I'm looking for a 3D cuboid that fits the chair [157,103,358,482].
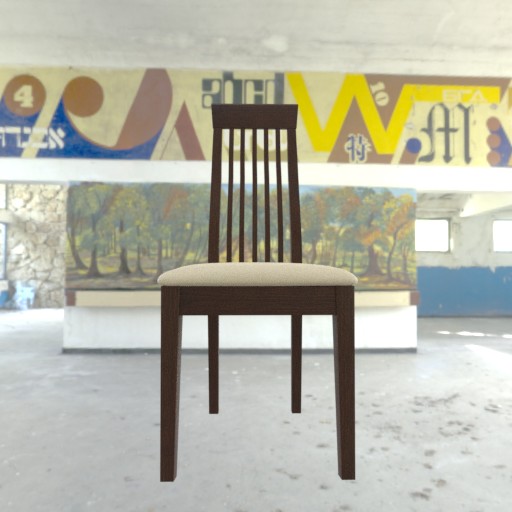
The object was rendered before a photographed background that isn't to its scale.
[{"bbox_3d":[0.000,0.000,1.240,0.460,1.027,0.474,0,-1,-1],"label":"chair"}]
